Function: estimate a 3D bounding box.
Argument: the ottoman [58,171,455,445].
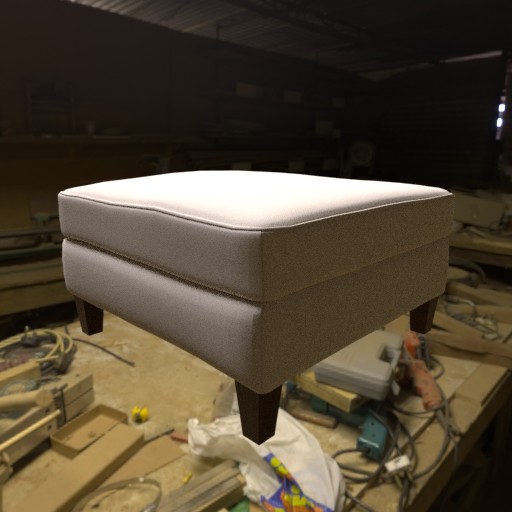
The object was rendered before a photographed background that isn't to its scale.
[{"bbox_3d":[0.000,0.000,1.314,0.838,0.479,0.838,14,20,43],"label":"ottoman"}]
